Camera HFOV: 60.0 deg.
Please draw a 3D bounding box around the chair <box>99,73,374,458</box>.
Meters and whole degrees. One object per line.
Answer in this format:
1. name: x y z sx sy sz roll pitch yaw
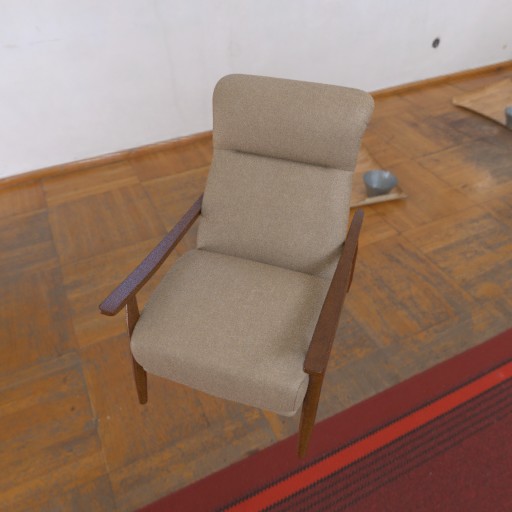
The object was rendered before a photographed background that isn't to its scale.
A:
1. chair: 0.000 0.000 1.793 0.762 1.082 1.030 13 43 14
